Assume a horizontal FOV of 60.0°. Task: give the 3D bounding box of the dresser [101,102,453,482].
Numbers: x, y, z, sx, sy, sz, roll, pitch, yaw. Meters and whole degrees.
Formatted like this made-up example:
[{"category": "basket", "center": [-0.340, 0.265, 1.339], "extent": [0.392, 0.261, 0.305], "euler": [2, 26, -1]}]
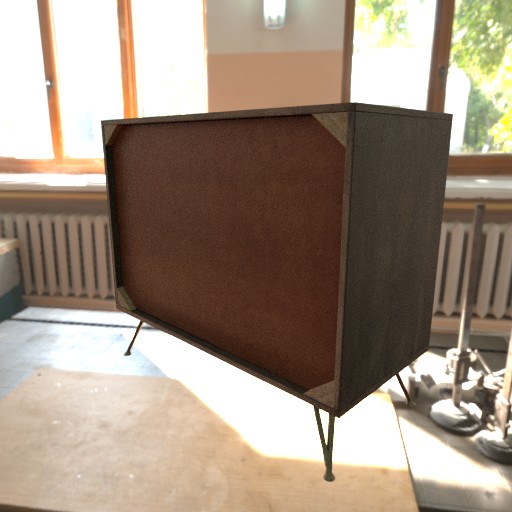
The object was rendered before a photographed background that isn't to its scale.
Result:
[{"category": "dresser", "center": [0.000, 0.000, 1.342], "extent": [0.923, 0.801, 0.453], "euler": [13, 19, 42]}]
